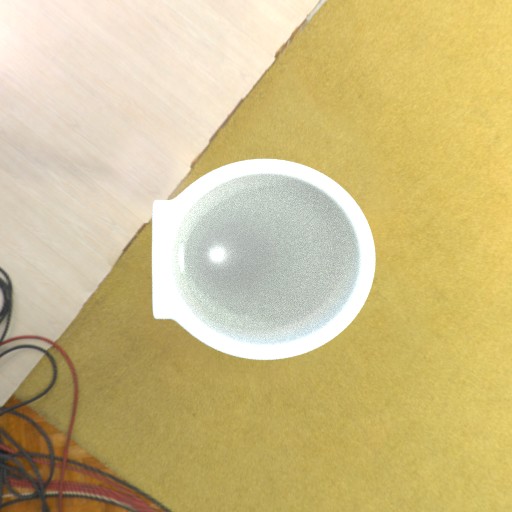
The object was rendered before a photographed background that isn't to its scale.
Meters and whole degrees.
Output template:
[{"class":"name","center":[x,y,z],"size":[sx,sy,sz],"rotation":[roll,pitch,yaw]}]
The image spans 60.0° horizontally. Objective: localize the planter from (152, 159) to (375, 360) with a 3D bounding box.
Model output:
[{"class":"planter","center":[0.000,0.000,0.222],"size":[0.064,0.193,0.057],"rotation":[0,91,-1]}]
